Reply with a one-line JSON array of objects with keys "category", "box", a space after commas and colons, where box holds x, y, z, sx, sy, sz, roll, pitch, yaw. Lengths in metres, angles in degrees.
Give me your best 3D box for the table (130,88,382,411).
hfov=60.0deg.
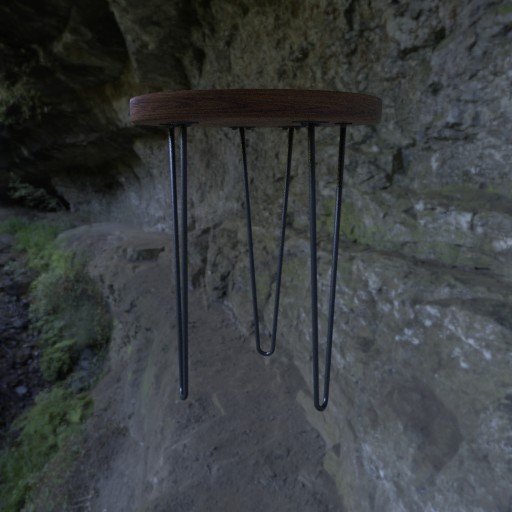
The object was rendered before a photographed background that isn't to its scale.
[{"category": "table", "box": [0.000, 0.000, 0.791, 0.400, 0.520, 0.400, 0, 15, 0]}]
